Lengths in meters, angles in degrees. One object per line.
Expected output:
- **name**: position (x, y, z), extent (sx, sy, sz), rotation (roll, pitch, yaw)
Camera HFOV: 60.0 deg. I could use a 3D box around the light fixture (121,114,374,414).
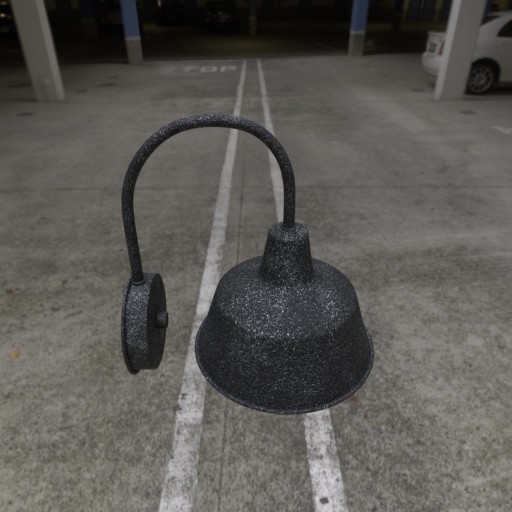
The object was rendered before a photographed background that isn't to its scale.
- **light fixture**: position (0.000, 0.000, 0.476), extent (0.283, 0.300, 0.216), rotation (0, 32, -1)
